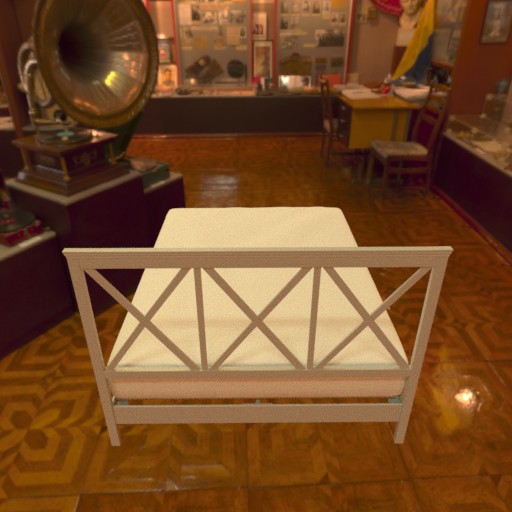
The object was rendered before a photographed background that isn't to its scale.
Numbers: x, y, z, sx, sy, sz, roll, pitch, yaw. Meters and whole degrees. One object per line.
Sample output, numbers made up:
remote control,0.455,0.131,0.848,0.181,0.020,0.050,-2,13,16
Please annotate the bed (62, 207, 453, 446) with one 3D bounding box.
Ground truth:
bed,0.000,0.000,3.129,1.673,1.253,2.135,0,29,-1
